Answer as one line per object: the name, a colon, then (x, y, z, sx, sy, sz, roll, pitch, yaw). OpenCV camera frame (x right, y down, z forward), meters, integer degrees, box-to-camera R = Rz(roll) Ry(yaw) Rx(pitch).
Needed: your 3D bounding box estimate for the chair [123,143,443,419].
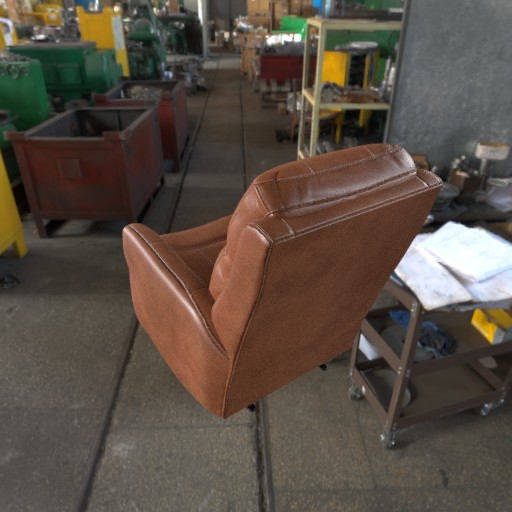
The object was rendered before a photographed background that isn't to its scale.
chair: (0.000, 0.000, 1.759, 0.821, 1.016, 1.072, -20, 35, -30)
